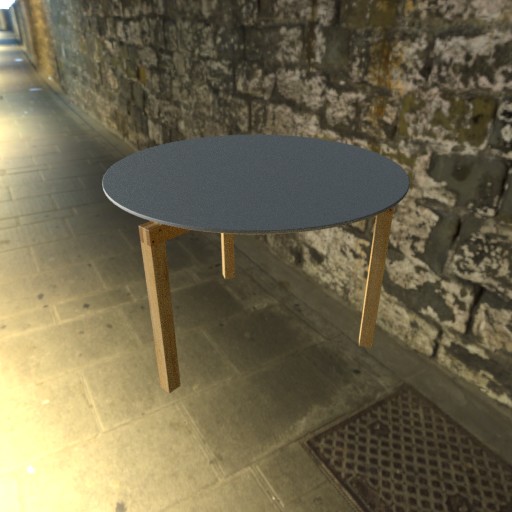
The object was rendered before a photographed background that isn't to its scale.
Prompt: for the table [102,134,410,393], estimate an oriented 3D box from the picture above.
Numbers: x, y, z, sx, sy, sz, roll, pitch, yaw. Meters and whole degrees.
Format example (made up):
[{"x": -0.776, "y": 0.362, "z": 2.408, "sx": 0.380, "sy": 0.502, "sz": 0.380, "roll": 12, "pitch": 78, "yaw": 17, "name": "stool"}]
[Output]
[{"x": 0.000, "y": 0.000, "z": 1.000, "sx": 0.600, "sy": 0.405, "sz": 0.600, "roll": 0, "pitch": 28, "yaw": 0, "name": "table"}]
